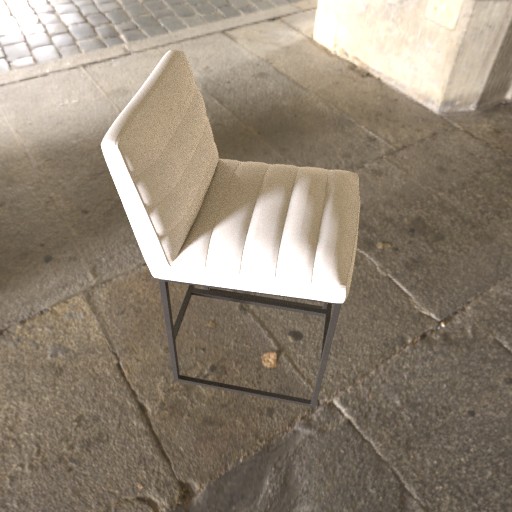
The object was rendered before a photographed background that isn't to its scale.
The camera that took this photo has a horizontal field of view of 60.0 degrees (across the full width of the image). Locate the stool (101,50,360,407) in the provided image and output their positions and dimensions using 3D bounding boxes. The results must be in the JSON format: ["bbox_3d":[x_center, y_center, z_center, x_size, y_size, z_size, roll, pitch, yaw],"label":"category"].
[{"bbox_3d":[0.000,0.000,1.384,0.573,1.061,0.464,9,49,7],"label":"stool"}]
